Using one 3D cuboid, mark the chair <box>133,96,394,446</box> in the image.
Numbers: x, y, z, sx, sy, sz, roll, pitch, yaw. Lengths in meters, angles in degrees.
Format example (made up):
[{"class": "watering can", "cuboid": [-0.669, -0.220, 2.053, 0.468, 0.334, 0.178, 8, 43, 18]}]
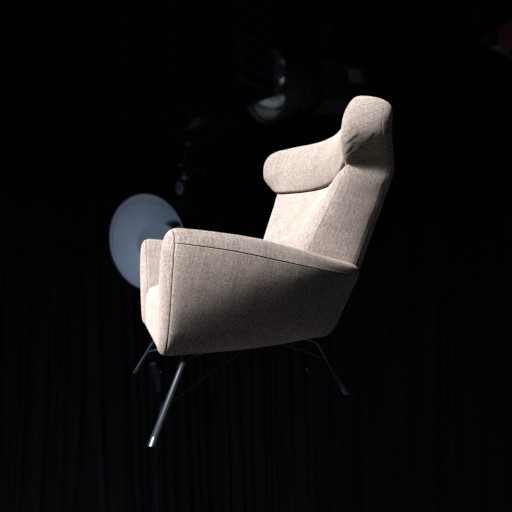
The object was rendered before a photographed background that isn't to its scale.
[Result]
[{"class": "chair", "cuboid": [0.000, 0.000, 1.747, 0.900, 1.040, 0.980, 0, 0, -18]}]
